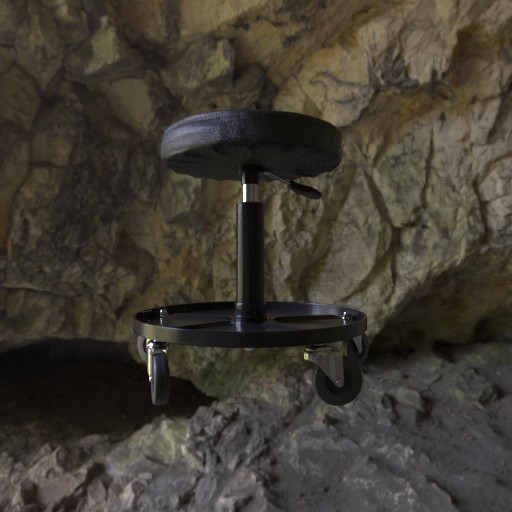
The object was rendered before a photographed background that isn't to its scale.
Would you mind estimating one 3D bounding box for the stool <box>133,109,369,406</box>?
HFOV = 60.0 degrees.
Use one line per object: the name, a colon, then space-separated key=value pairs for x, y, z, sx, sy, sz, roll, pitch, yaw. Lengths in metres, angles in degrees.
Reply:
stool: x=0.000 y=0.000 z=0.680 sx=0.382 sy=0.365 sz=0.381 roll=0 pitch=0 yaw=-36
